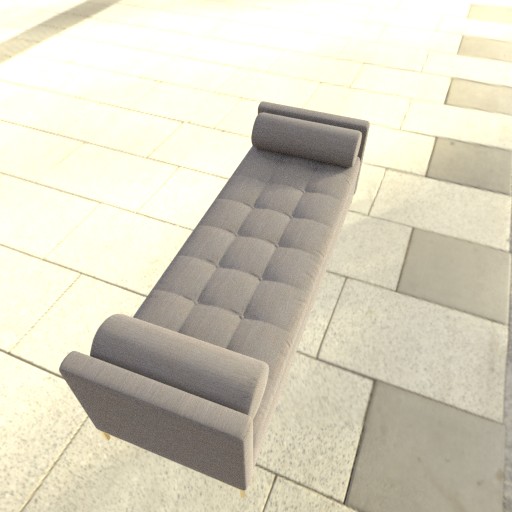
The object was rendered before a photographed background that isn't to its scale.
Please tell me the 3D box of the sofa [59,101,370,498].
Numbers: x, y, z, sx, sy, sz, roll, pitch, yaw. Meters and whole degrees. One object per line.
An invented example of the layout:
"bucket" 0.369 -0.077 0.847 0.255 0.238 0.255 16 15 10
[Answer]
"sofa" 0.000 0.000 2.254 0.686 0.635 1.981 16 49 14
